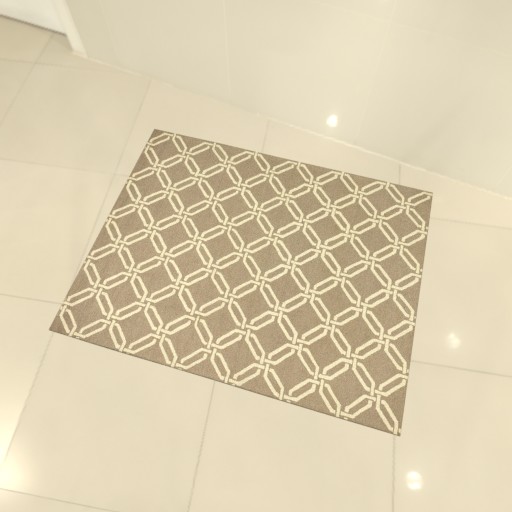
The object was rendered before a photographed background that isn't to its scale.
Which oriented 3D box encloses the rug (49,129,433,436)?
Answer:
[{"bbox_3d":[0.000,0.000,3.969,2.895,0.018,2.288,15,64,7],"label":"rug"}]
